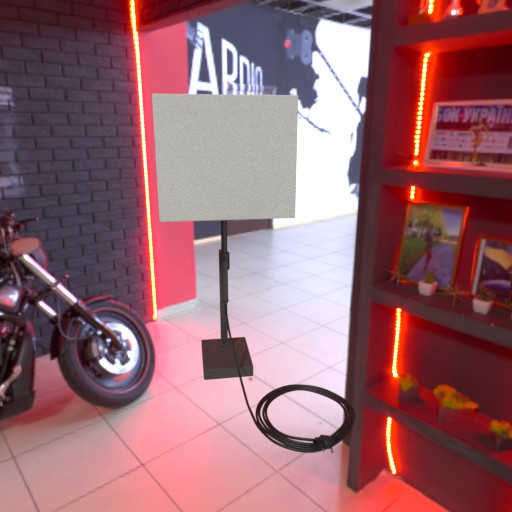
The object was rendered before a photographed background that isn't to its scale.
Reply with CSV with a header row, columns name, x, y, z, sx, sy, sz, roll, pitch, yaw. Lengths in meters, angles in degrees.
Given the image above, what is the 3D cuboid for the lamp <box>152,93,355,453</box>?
name,x,y,z,sx,sy,sz,roll,pitch,yaw
lamp,0.000,0.000,0.968,0.399,0.660,0.504,-2,16,-8
